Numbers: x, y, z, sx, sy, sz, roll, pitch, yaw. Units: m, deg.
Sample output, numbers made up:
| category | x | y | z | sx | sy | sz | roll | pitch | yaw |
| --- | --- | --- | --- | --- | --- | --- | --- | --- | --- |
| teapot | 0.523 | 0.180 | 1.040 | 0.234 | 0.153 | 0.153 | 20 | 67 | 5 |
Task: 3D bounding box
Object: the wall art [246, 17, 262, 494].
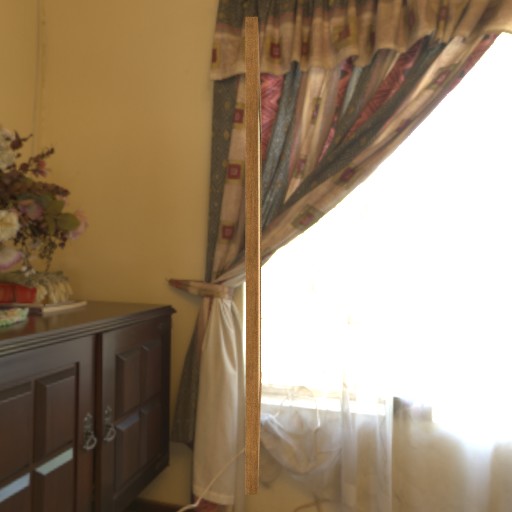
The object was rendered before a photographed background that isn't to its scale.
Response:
| category | x | y | z | sx | sy | sz | roll | pitch | yaw |
| --- | --- | --- | --- | --- | --- | --- | --- | --- | --- |
| wall art | 0.000 | 0.000 | 0.903 | 0.018 | 0.686 | 0.534 | 0 | 0 | 1 |
